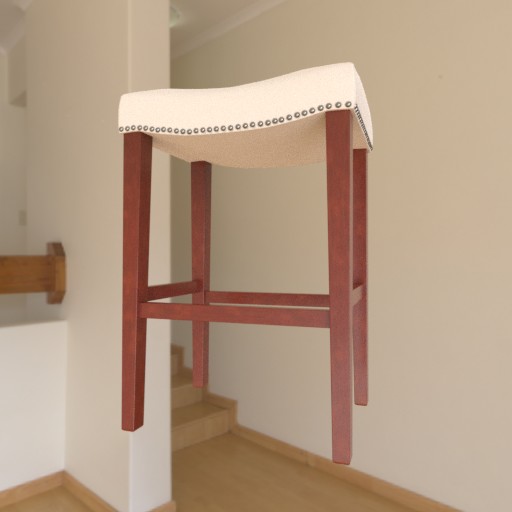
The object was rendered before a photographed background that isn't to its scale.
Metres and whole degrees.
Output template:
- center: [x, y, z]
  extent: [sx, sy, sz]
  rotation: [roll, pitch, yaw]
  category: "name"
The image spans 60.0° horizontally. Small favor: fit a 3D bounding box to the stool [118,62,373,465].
- center: [0.000, 0.000, 1.033]
  extent: [0.504, 0.742, 0.372]
  rotation: [0, 0, 19]
  category: "stool"
